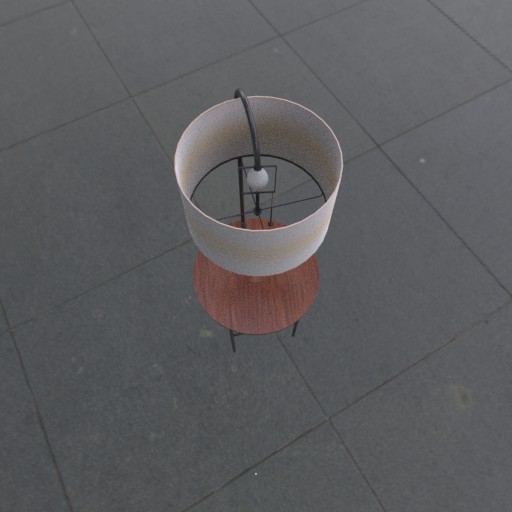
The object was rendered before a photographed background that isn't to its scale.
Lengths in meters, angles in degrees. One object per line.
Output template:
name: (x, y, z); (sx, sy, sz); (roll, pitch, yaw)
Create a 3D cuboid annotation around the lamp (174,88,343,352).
lamp: (0.000, 0.000, 1.854); (0.573, 1.517, 0.573); (0, 64, 0)
